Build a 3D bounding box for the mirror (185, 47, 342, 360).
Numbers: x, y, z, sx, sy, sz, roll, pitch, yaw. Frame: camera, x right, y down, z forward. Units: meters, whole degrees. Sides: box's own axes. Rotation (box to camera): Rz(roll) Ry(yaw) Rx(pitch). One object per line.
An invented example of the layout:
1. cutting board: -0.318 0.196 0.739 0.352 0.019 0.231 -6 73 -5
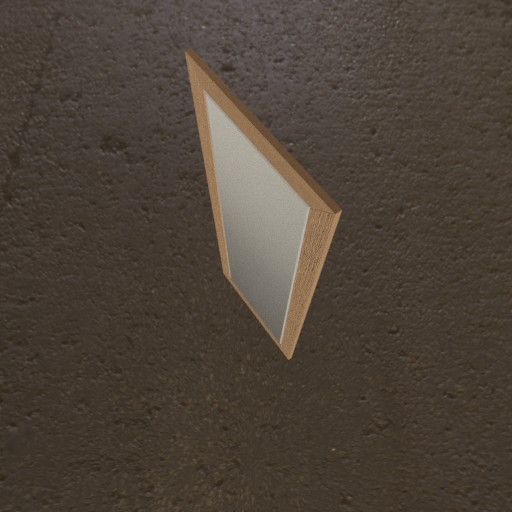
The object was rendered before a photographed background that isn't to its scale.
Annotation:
1. mirror: 0.000 0.000 2.335 0.026 2.031 0.812 -33 70 -14
